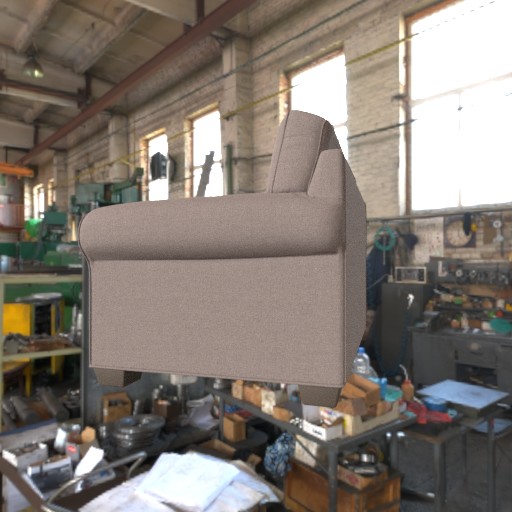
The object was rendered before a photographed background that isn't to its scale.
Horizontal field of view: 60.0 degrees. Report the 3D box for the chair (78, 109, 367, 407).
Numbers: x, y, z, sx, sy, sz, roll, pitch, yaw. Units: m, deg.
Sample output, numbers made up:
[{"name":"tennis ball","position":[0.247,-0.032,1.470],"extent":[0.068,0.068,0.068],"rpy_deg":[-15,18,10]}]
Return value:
[{"name":"chair","position":[0.000,0.000,2.041],"extent":[0.930,0.930,1.390],"rpy_deg":[0,0,17]}]
